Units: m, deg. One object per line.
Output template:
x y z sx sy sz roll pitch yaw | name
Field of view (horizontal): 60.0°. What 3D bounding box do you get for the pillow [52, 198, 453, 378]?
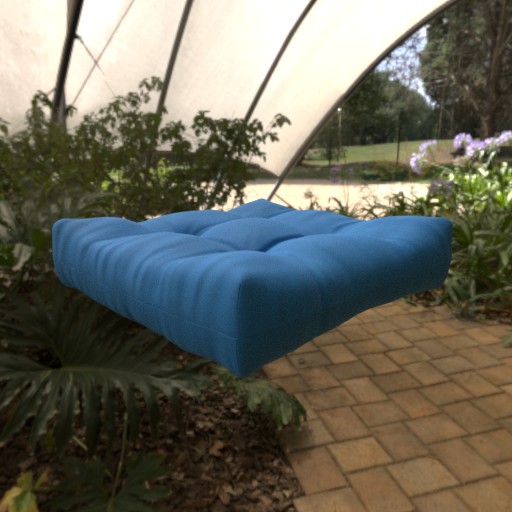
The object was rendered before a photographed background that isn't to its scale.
0.000 0.000 0.723 0.490 0.128 0.468 -13 19 -43 | pillow
